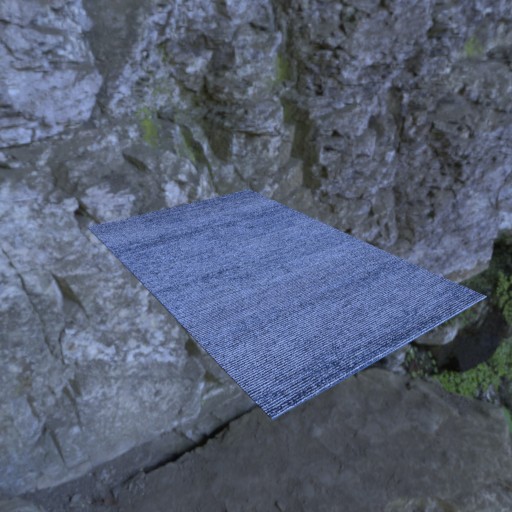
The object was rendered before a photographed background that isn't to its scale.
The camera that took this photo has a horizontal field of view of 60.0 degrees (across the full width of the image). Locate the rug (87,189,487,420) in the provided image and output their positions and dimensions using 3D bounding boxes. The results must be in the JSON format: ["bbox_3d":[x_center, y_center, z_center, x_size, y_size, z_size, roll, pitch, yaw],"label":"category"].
[{"bbox_3d":[0.000,0.000,2.185,1.135,0.010,1.740,-18,32,-31],"label":"rug"}]
